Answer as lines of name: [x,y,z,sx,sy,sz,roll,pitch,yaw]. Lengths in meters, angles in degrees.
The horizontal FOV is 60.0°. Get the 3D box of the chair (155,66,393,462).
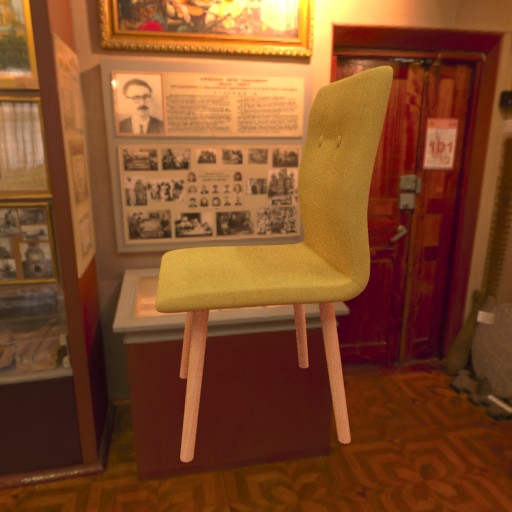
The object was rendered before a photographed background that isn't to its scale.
chair: [0.000,0.000,1.269,0.550,0.965,0.450,-2,15,-9]
